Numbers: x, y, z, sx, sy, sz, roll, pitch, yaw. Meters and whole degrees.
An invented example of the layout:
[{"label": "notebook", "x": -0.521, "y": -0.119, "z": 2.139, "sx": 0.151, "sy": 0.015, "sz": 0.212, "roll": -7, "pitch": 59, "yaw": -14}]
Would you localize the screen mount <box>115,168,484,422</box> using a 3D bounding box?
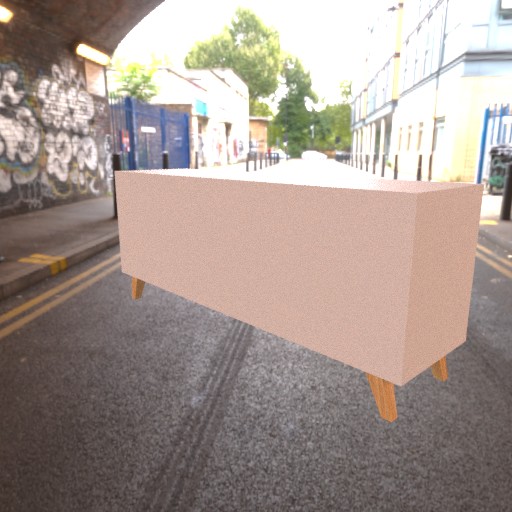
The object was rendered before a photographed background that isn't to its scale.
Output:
[{"label": "screen mount", "x": 0.000, "y": 0.000, "z": 1.740, "sx": 0.400, "sy": 0.619, "sz": 1.490, "roll": -12, "pitch": 18, "yaw": -42}]
